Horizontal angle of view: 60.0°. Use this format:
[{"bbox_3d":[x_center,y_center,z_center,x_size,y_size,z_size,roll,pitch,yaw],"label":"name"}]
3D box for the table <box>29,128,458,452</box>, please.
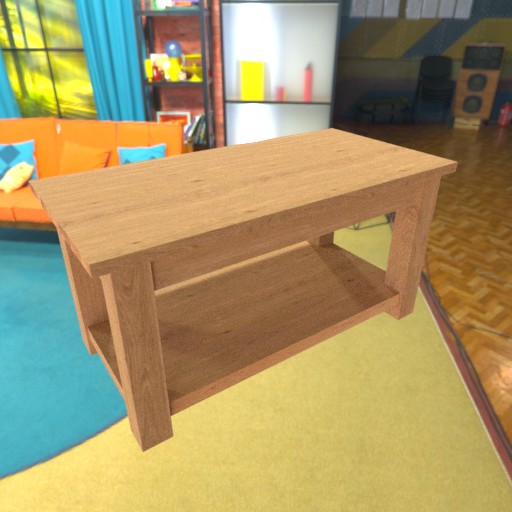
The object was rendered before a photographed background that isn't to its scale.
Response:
[{"bbox_3d":[0.000,0.000,1.139,0.899,0.452,0.450,-18,34,-30],"label":"table"}]
